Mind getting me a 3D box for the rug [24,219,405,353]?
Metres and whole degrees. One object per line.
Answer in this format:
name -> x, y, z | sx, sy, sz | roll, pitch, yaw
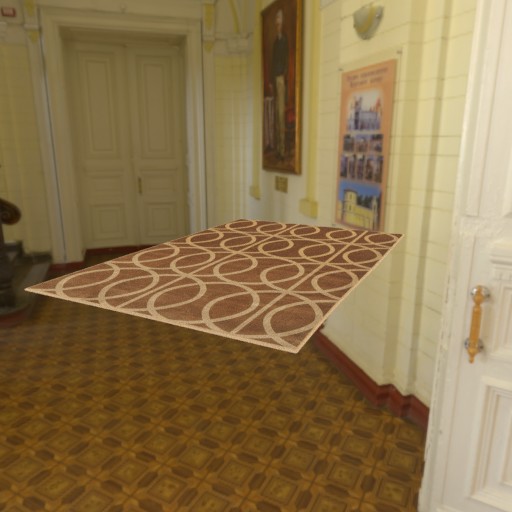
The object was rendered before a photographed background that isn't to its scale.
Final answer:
rug -> 0.000, 0.000, 2.938 | 1.528, 0.014, 2.294 | 8, 17, 26
